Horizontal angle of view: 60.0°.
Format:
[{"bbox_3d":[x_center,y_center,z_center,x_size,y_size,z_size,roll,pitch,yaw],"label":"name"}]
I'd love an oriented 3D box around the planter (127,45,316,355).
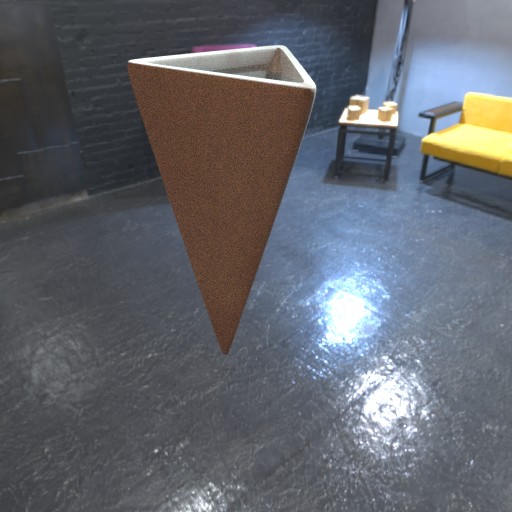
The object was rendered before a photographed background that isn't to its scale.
[{"bbox_3d":[0.000,0.000,0.159,0.058,0.130,0.047,-23,38,-32],"label":"planter"}]
